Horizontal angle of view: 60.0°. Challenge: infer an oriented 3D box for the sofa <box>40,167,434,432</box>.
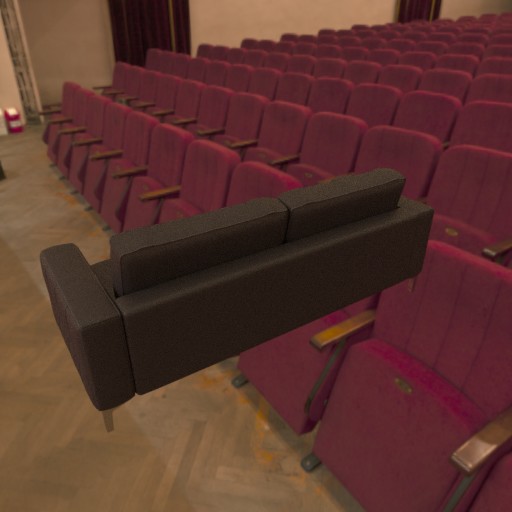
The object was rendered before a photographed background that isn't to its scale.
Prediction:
[{"bbox_3d":[0.000,0.000,2.695,2.275,0.893,0.833,-18,34,-29],"label":"sofa"}]
